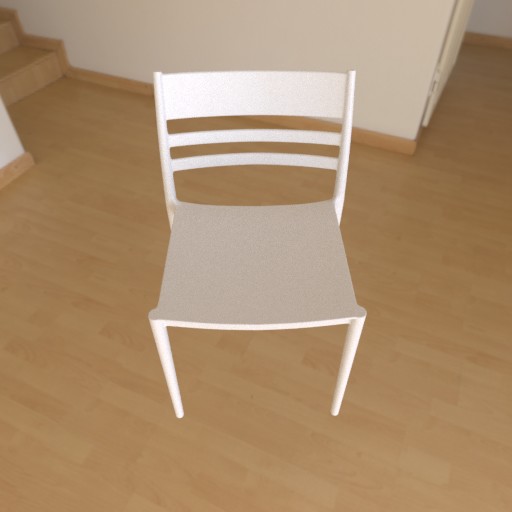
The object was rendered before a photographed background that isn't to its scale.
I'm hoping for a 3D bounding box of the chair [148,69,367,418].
[{"bbox_3d":[0.000,0.000,1.163,0.531,0.800,0.511,-1,46,-1],"label":"chair"}]
